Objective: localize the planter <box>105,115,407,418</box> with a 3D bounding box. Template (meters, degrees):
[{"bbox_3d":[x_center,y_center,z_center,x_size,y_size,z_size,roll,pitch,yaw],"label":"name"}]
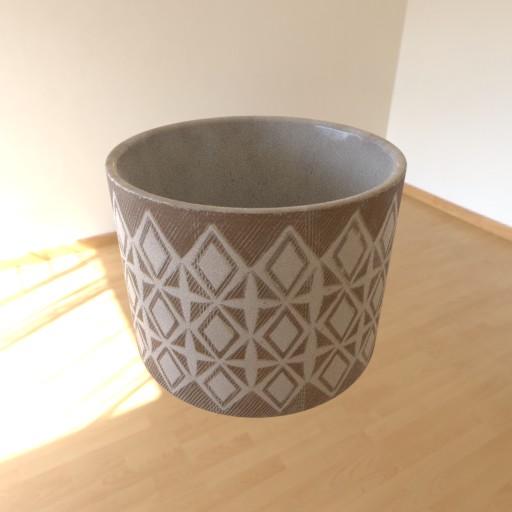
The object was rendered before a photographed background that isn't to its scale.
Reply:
[{"bbox_3d":[0.000,0.000,0.337,0.193,0.165,0.193,0,31,0],"label":"planter"}]
